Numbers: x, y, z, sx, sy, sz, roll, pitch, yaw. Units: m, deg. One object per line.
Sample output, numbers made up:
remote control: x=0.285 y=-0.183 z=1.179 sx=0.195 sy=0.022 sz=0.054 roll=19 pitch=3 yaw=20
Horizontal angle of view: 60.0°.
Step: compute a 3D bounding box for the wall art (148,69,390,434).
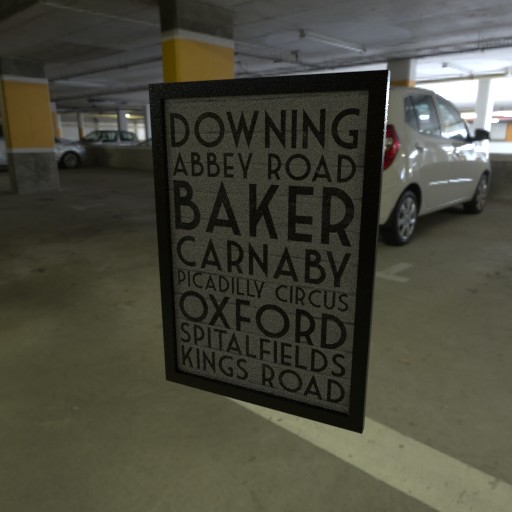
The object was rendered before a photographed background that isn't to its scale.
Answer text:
wall art: x=0.000 y=0.000 z=0.576 sx=0.304 sy=0.432 sz=0.013 roll=7 pitch=17 yaw=24
